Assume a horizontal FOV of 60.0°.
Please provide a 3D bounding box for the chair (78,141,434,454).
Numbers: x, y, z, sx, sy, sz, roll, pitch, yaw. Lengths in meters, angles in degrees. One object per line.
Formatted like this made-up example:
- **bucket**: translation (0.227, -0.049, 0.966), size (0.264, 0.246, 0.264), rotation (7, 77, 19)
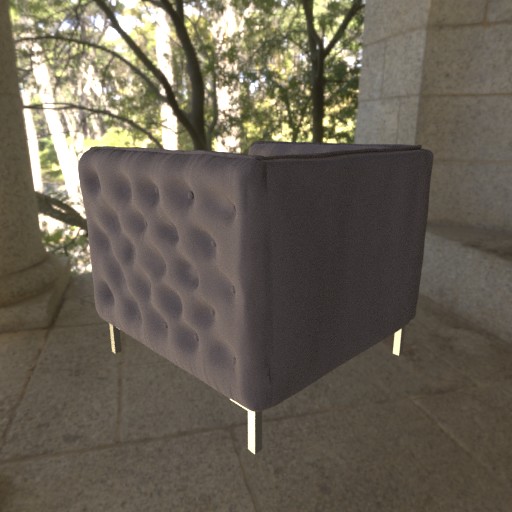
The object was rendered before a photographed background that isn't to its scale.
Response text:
- **chair**: translation (0.000, 0.000, 1.654), size (0.946, 0.807, 0.913), rotation (-15, 22, -42)
